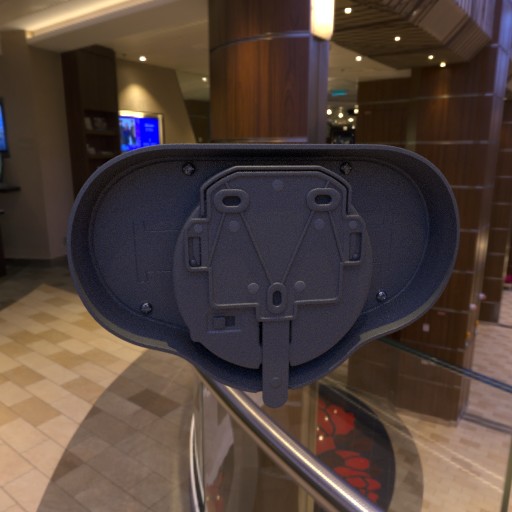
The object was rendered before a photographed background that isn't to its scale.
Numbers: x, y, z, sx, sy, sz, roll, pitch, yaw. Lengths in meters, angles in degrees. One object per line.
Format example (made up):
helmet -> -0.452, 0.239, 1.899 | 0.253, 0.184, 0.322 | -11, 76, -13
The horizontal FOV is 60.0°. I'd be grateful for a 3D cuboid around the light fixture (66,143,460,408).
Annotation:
light fixture -> 0.000, 0.000, 0.333 | 0.229, 0.159, 0.159 | -2, 13, -9
